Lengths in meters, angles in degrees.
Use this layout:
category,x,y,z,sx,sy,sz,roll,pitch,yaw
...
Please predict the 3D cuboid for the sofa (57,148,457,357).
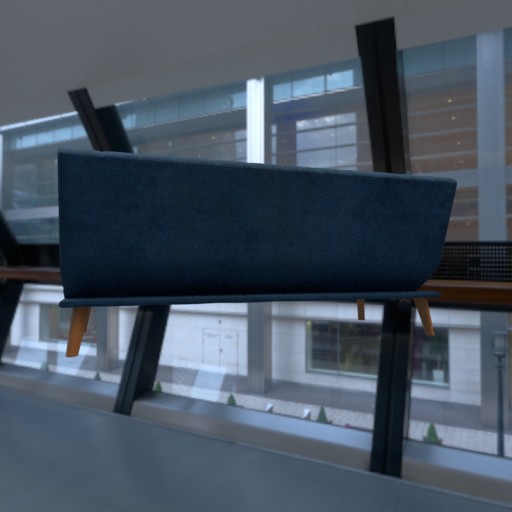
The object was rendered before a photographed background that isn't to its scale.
category,x,y,z,sx,sy,sz,roll,pitch,yaw
sofa,0.000,0.000,2.285,1.804,0.813,0.855,0,-1,-18
